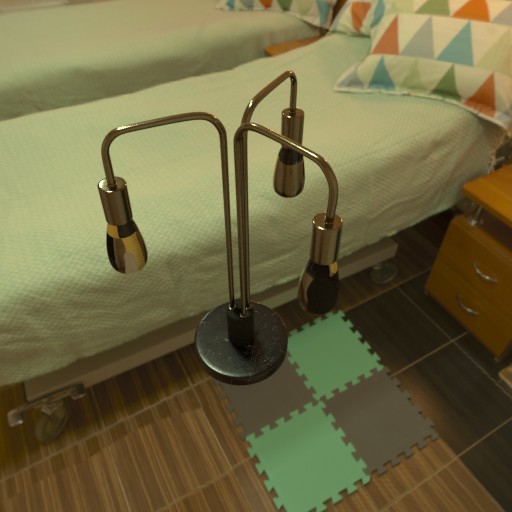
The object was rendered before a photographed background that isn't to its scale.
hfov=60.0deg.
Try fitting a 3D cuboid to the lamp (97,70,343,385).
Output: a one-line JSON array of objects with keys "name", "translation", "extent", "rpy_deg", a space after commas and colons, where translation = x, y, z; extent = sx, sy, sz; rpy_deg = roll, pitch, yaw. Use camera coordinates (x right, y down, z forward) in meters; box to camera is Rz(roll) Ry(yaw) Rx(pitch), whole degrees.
[{"name": "lamp", "translation": [0.000, 0.000, 0.792], "extent": [0.355, 0.560, 0.368], "rpy_deg": [24, 50, 22]}]
